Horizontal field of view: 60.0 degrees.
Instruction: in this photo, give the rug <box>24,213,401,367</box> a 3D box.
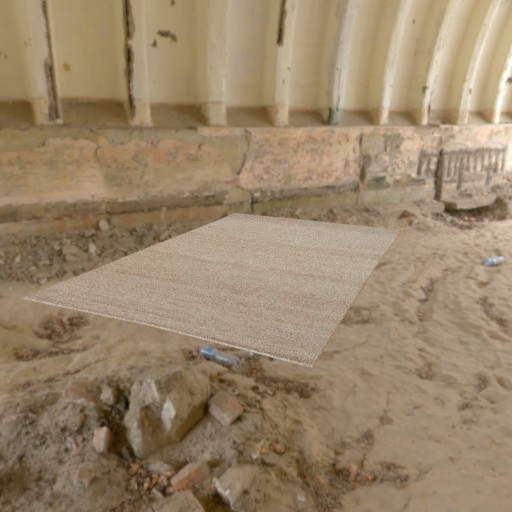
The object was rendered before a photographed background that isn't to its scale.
[{"bbox_3d":[0.000,0.000,2.995,1.574,0.029,2.346,8,19,24],"label":"rug"}]
